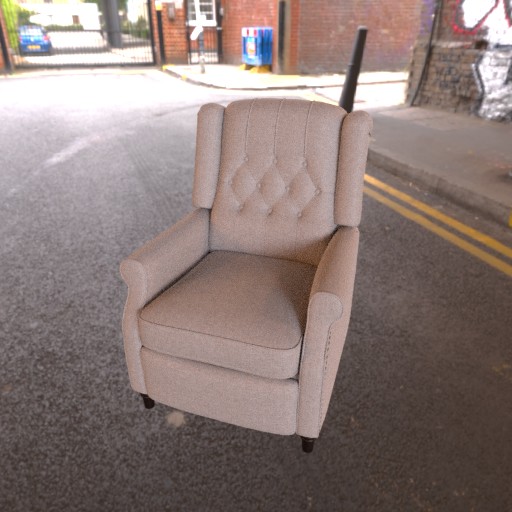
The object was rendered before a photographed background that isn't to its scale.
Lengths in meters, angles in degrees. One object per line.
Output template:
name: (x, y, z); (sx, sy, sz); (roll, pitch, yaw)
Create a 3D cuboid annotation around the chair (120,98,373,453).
chair: (0.000, 0.000, 1.652); (0.742, 1.035, 0.902); (9, 28, 16)
